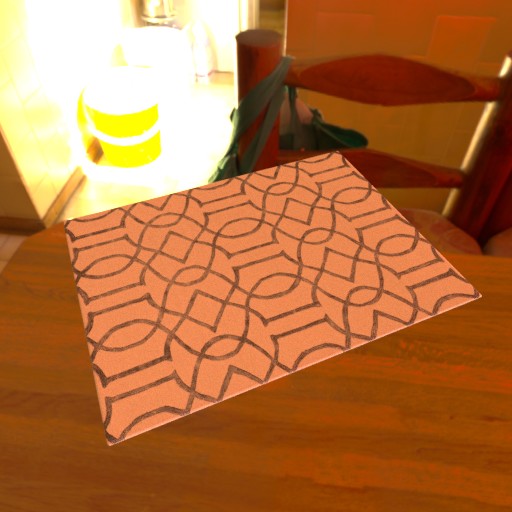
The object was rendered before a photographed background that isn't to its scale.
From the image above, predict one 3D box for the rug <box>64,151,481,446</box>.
[{"bbox_3d":[0.000,0.000,3.775,2.910,0.021,2.211,-17,49,-16],"label":"rug"}]
